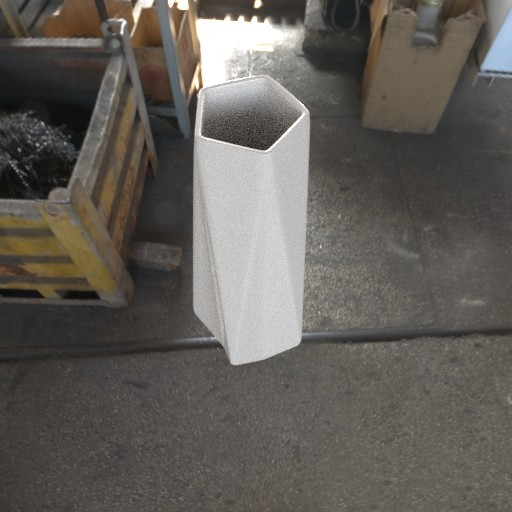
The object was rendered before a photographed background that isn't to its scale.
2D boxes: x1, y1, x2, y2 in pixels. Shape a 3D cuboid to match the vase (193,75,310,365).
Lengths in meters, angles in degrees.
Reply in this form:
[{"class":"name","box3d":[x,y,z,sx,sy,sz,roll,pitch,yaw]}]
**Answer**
[{"class":"vase","box3d":[0.000,0.000,0.396,0.116,0.329,0.122,-32,64,-18]}]
